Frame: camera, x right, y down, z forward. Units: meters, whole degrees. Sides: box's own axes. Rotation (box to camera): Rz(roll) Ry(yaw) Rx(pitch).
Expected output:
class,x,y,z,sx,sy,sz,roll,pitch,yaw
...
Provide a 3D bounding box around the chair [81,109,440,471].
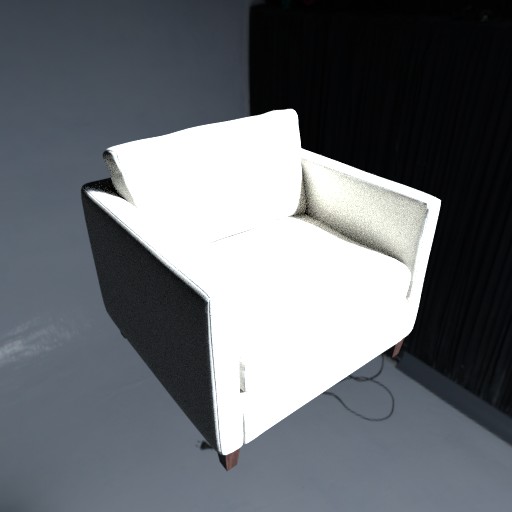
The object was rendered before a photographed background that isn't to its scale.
class,x,y,z,sx,sy,sz,roll,pitch,yaw
chair,0.000,0.000,1.732,0.996,0.919,0.959,-22,37,-32
